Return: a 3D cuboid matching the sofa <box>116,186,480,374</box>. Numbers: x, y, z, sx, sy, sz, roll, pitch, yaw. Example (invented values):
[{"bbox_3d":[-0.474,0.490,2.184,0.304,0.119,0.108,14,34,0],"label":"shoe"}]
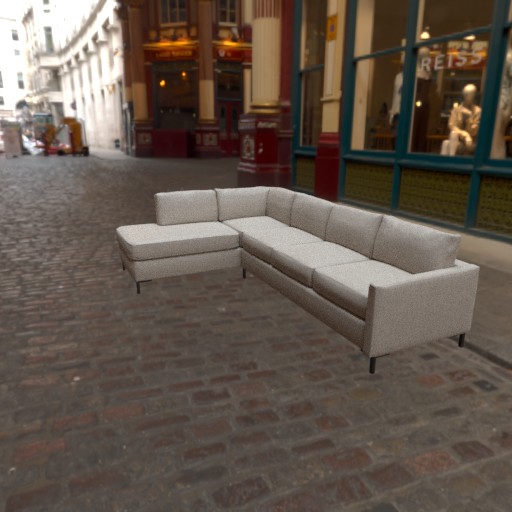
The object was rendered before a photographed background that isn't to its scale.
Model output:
[{"bbox_3d":[0.000,0.000,3.207,1.617,0.703,2.423,-8,18,-24],"label":"sofa"}]
